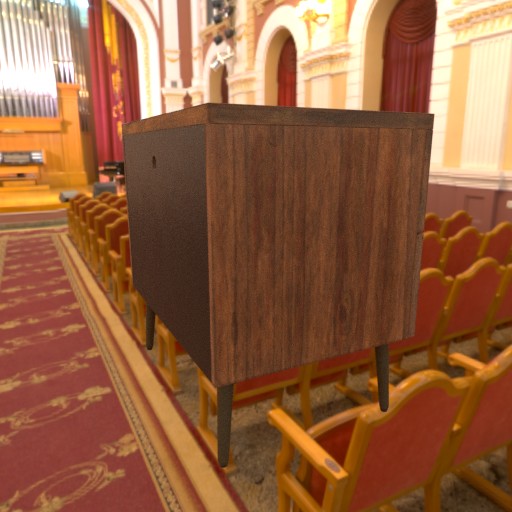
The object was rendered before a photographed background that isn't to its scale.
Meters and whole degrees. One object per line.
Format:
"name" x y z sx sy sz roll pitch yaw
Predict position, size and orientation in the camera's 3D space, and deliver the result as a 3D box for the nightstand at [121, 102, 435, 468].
"nightstand" 0.000 0.000 1.037 0.458 0.610 0.610 -7 15 -26
